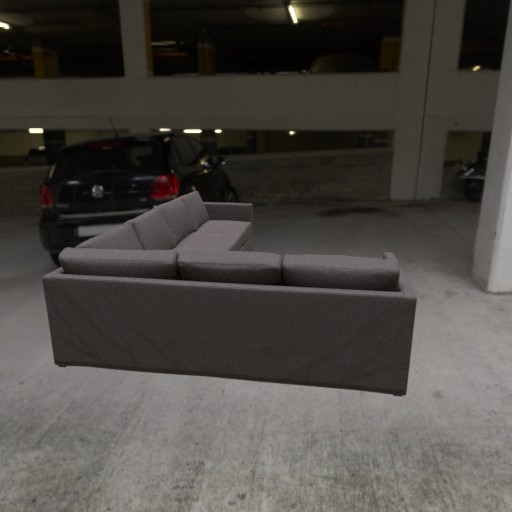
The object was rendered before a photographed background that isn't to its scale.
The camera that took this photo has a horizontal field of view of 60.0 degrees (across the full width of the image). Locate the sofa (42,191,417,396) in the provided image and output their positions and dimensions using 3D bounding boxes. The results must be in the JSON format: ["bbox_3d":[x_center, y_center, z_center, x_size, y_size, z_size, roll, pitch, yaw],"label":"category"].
[{"bbox_3d":[0.000,0.000,4.341,2.432,0.871,3.182,2,16,9],"label":"sofa"}]
